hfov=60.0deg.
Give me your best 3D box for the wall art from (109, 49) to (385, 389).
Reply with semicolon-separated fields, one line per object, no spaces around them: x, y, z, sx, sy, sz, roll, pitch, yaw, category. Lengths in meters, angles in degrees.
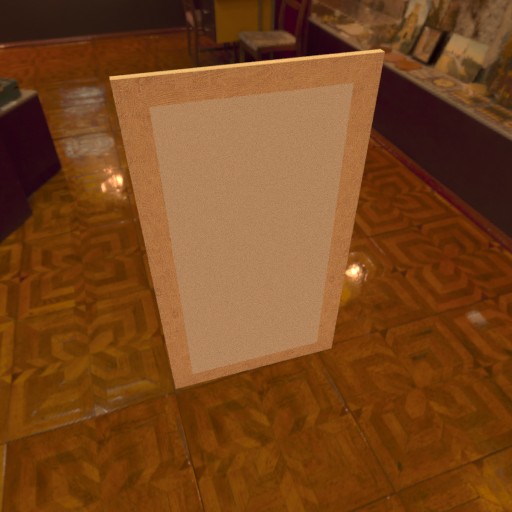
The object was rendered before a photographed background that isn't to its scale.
0.000;0.000;0.817;0.381;0.683;0.013;-12;42;-13;wall art
